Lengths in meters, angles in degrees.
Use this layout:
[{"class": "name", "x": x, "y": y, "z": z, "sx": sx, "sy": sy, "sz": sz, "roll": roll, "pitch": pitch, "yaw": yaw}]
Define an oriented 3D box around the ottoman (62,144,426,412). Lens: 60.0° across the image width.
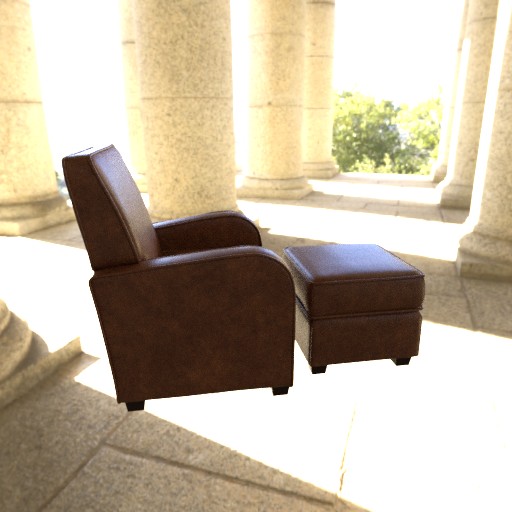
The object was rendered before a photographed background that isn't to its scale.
[{"class": "ottoman", "x": 0.000, "y": 0.000, "z": 1.852, "sx": 1.314, "sy": 0.904, "sz": 0.732, "roll": -3, "pitch": 18, "yaw": -10}]
